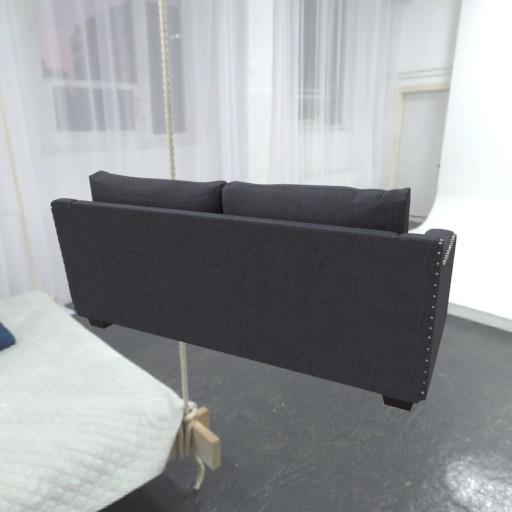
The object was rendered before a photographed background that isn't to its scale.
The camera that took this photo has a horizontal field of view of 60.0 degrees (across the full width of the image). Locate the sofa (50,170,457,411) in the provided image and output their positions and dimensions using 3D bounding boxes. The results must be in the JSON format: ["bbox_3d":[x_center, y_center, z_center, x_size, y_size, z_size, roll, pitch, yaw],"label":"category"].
[{"bbox_3d":[0.000,0.000,3.196,2.550,1.196,1.336,8,18,26],"label":"sofa"}]
